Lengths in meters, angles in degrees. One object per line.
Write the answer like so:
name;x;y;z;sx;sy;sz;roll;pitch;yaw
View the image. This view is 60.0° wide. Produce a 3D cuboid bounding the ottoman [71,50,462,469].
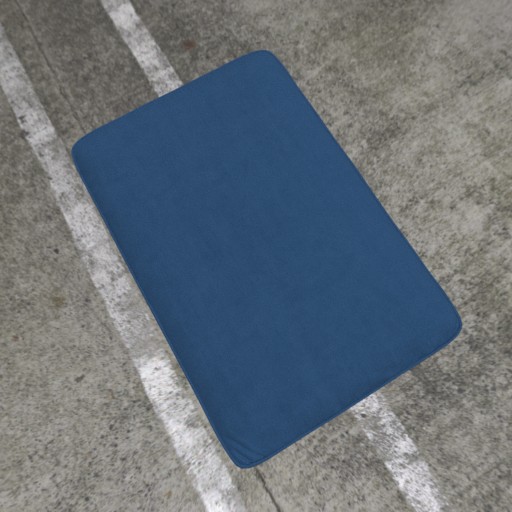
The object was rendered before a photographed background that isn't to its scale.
ottoman;0.000;0.000;1.200;0.583;0.484;0.862;-30;77;-8
